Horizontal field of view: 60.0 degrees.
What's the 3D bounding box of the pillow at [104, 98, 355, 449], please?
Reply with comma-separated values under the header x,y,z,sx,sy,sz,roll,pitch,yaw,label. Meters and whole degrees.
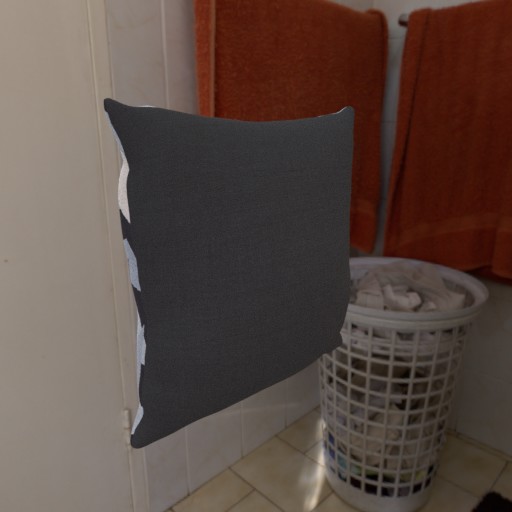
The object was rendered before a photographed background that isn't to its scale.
x,y,z,sx,sy,sz,roll,pitch,yaw,label
0.000,0.000,0.750,0.503,0.496,0.208,-14,21,-41,pillow
